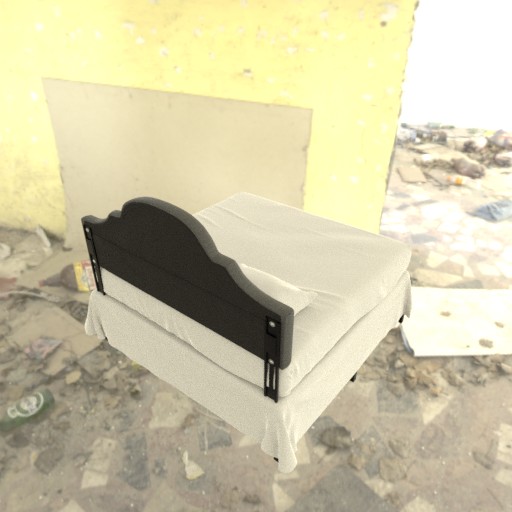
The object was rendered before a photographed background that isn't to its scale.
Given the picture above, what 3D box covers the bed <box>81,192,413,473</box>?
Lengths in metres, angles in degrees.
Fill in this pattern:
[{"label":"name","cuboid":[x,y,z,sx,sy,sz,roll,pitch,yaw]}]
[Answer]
[{"label":"bed","cuboid":[0.000,0.000,3.777,2.303,1.631,2.222,23,38,33]}]
